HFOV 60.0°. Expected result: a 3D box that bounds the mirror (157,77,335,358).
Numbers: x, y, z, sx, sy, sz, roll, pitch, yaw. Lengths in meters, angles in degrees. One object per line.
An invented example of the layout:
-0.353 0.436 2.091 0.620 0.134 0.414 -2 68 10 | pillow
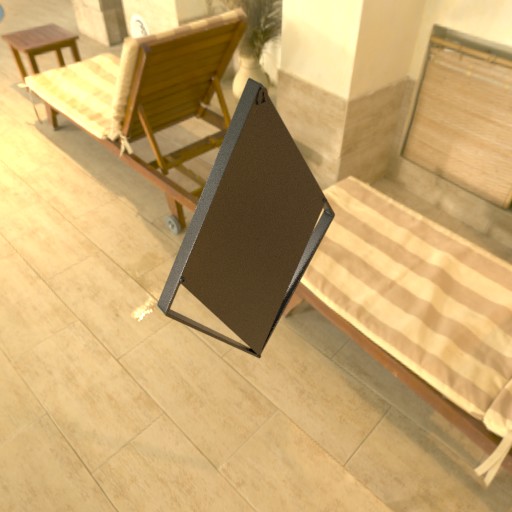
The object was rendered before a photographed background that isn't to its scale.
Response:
0.000 0.000 0.853 0.419 0.679 0.032 -30 52 -27 | mirror
